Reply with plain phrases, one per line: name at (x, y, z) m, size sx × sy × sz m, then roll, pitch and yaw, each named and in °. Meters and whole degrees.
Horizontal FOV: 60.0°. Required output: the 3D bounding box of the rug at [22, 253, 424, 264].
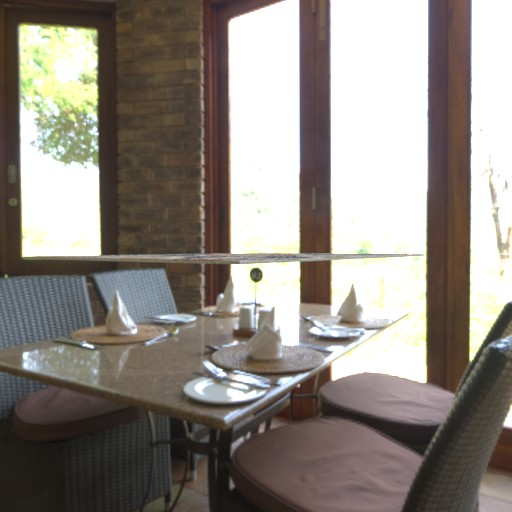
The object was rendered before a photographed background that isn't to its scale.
rug at (0.000, 0.000, 2.880) m, size 1.514 × 0.014 × 2.275 m, roll 1°, pitch 1°, yaw 36°
